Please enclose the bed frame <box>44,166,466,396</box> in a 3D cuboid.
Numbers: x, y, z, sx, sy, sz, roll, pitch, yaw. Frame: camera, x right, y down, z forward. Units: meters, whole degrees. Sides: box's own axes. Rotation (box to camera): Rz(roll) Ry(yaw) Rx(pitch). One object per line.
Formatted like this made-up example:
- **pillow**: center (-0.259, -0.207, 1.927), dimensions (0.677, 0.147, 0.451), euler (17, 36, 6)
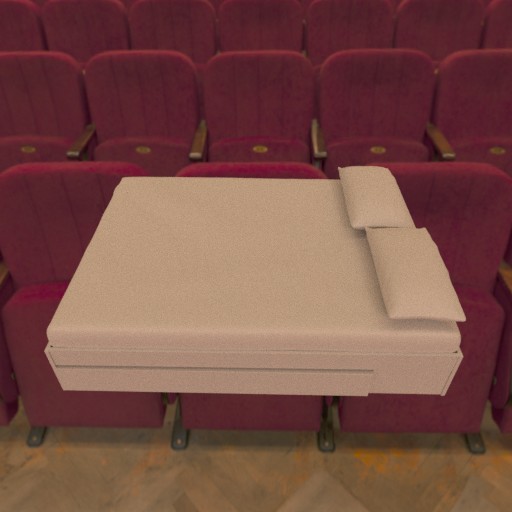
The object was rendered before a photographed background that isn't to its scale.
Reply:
- **bed frame**: center (0.000, 0.000, 2.613), dimensions (1.950, 0.629, 1.450), euler (1, 40, 1)
